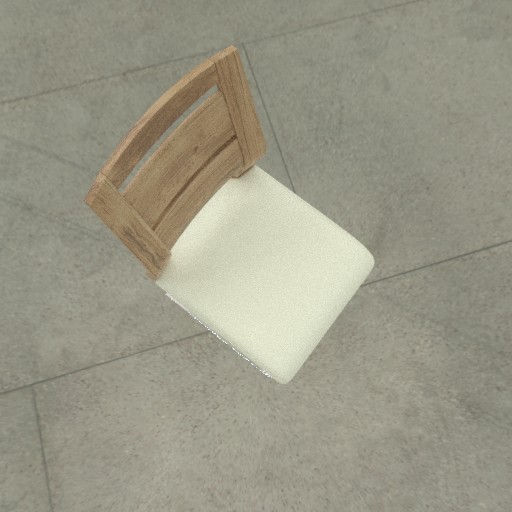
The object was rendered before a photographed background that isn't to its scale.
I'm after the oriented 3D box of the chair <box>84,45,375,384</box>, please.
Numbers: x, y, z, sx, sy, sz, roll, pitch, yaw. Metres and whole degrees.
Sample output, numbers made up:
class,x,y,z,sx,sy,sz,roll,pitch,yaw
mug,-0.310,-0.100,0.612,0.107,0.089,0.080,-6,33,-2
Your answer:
class,x,y,z,sx,sy,sz,roll,pitch,yaw
chair,0.000,0.000,1.228,0.561,0.955,0.457,37,78,10
